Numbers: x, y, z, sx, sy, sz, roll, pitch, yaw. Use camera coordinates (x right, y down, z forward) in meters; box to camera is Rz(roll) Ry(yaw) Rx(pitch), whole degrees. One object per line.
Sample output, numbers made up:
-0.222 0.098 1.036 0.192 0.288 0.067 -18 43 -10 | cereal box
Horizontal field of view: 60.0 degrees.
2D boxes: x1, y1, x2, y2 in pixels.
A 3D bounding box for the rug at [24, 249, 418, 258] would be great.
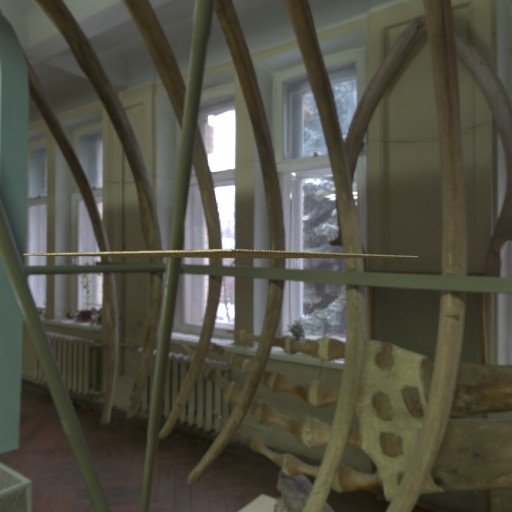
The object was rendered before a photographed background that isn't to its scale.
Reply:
0.000 0.000 3.080 1.533 0.011 2.439 -1 -1 36 | rug
